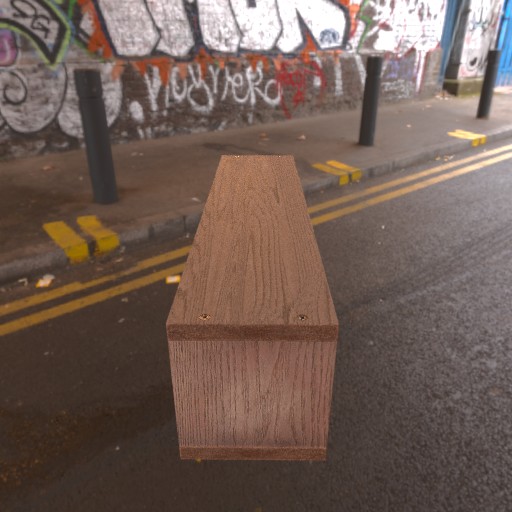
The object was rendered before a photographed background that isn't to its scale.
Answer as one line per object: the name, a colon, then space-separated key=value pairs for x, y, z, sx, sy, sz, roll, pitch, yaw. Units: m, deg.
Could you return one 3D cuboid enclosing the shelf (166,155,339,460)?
shelf: x=0.000 y=0.000 z=0.695 sx=0.150 sy=0.170 sz=0.610 roll=0 pitch=26 yaw=1
